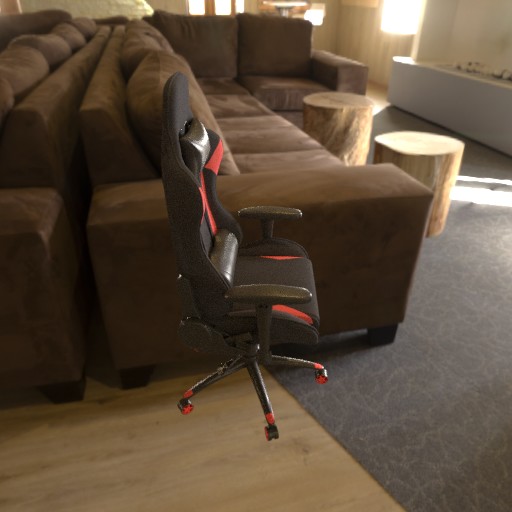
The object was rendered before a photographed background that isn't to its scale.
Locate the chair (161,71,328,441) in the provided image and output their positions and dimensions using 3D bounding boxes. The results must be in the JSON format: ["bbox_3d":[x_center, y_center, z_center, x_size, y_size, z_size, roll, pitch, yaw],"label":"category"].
[{"bbox_3d":[0.000,0.000,1.724,0.658,1.326,0.695,1,31,2],"label":"chair"}]
